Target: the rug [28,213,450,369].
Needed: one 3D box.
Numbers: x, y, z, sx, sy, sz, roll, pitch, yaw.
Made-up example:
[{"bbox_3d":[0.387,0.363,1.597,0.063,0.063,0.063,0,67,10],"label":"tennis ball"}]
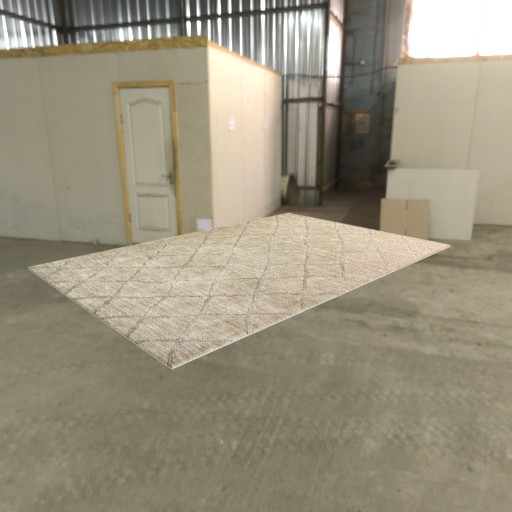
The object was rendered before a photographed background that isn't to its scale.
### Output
[{"bbox_3d":[0.000,0.000,2.847,2.280,0.015,1.521,-16,23,-41],"label":"rug"}]
